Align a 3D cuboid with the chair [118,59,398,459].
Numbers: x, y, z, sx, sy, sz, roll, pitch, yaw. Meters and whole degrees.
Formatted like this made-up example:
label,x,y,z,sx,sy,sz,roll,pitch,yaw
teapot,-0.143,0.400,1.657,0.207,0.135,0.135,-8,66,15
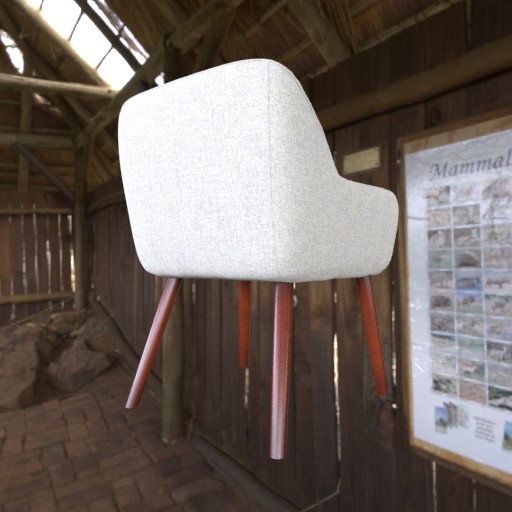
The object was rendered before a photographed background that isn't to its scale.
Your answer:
label,x,y,z,sx,sy,sz,roll,pitch,yaw
chair,0.000,0.000,1.241,0.610,0.813,0.610,0,0,38
